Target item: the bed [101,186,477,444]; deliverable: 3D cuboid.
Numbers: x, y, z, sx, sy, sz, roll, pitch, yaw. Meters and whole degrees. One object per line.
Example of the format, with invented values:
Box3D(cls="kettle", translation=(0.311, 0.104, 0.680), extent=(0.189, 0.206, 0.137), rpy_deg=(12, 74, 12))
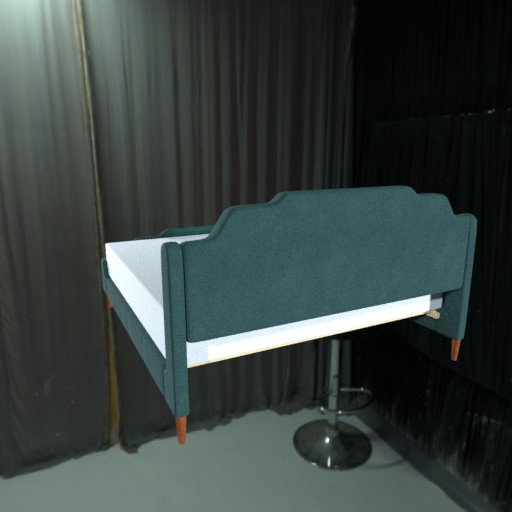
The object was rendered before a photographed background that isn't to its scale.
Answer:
Box3D(cls="bed", translation=(0.000, 0.000, 3.534), extent=(2.074, 1.245, 2.340), rpy_deg=(-7, 15, -26))
